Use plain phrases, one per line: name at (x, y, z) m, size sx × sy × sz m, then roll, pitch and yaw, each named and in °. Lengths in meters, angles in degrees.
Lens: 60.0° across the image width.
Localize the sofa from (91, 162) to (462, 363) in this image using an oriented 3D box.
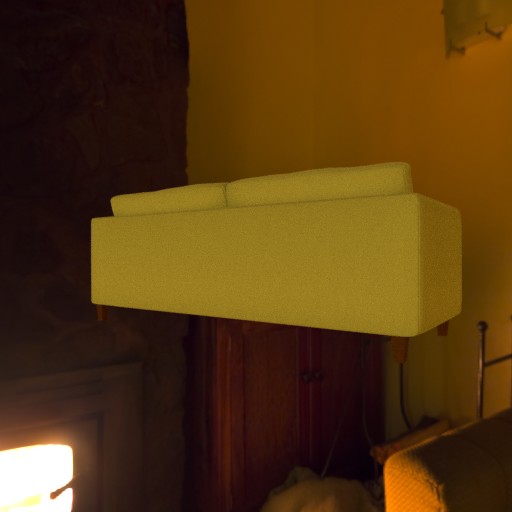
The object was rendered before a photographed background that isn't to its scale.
sofa at (0.000, 0.000, 3.008) m, size 2.434 × 0.965 × 0.948 m, roll 0°, pitch 0°, yaw 36°
